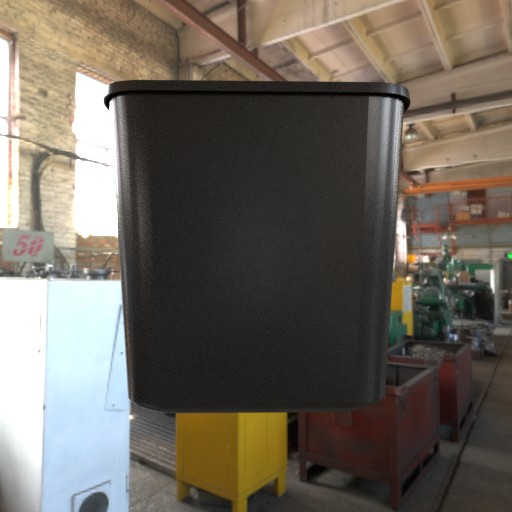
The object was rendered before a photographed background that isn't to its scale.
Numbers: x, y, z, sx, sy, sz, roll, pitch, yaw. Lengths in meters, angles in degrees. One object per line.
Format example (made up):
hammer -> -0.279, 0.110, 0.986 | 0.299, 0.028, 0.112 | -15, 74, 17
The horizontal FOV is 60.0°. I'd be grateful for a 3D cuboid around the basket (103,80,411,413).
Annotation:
basket -> 0.000, 0.000, 0.497 | 0.300, 0.307, 0.211 | 0, -2, -1
